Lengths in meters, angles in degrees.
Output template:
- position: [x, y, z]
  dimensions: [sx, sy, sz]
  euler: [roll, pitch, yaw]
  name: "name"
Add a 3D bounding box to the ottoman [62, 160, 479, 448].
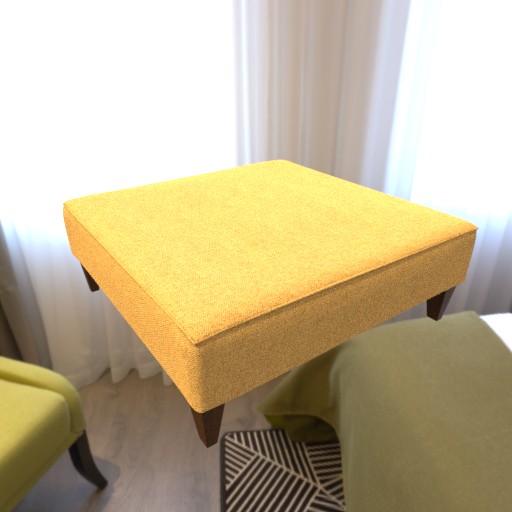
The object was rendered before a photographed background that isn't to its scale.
- position: [0.000, 0.000, 1.493]
  dimensions: [0.981, 0.378, 0.970]
  euler: [-18, 31, -31]
  name: "ottoman"
